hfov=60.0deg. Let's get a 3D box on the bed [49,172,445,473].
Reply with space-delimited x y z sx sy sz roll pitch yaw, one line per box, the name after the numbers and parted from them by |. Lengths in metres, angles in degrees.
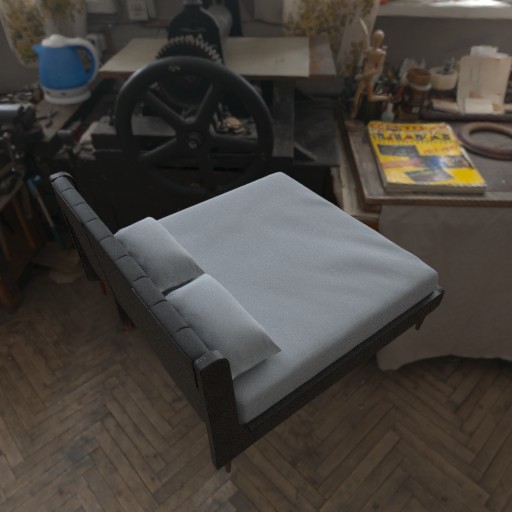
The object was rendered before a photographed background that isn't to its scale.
0.000 0.000 3.191 2.031 1.158 1.903 -27 48 -27 | bed
